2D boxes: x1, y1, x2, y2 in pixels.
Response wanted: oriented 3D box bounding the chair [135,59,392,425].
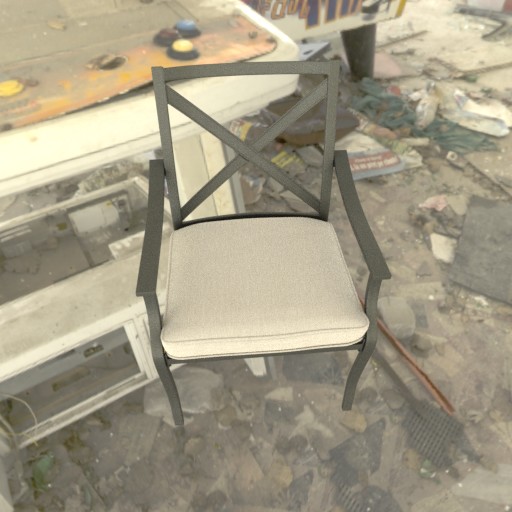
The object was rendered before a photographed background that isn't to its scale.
[{"bbox_3d":[0.000,0.000,1.283,0.575,0.889,0.620,-4,47,-3],"label":"chair"}]
